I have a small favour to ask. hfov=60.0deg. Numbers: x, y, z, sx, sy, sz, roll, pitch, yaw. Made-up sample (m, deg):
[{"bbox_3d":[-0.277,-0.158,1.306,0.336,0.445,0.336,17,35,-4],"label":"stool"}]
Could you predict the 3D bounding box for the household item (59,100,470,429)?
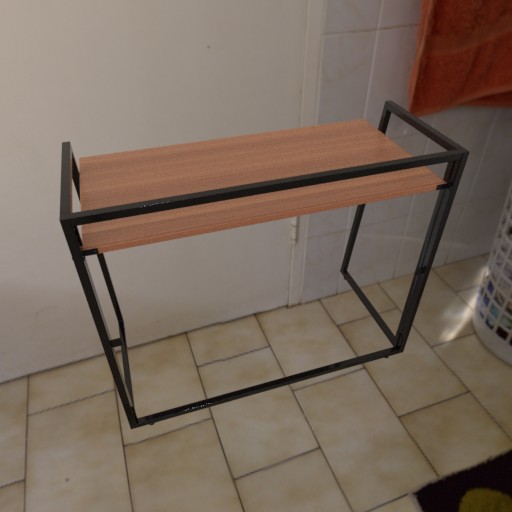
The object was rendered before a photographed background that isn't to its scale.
[{"bbox_3d":[0.000,0.000,1.528,1.050,0.860,0.510,-12,41,-14],"label":"household item"}]
